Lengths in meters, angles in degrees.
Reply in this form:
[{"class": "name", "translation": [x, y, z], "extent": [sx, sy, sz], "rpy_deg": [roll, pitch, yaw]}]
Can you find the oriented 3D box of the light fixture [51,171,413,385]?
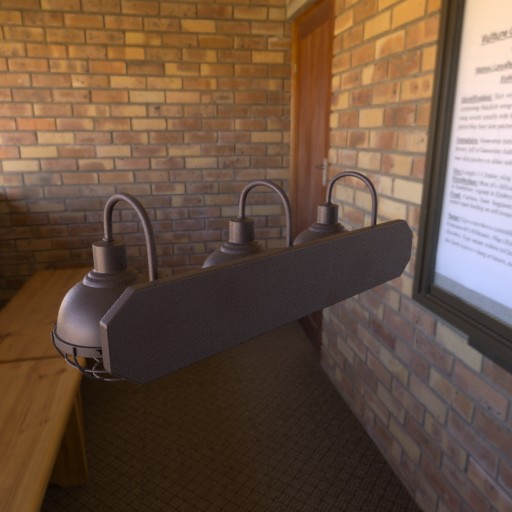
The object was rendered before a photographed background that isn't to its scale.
[{"class": "light fixture", "translation": [0.000, 0.000, 0.736], "extent": [0.634, 0.254, 0.229], "rpy_deg": [-14, 21, -42]}]
